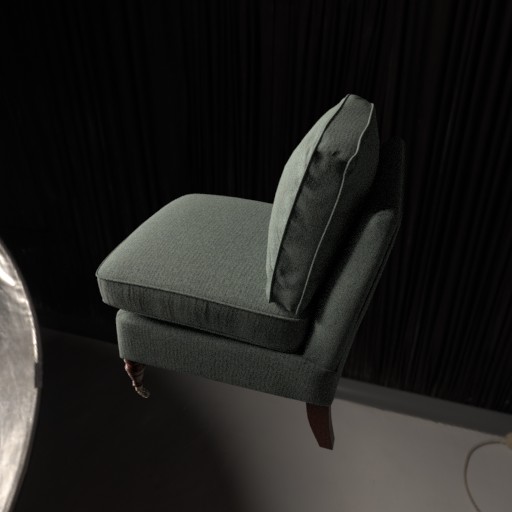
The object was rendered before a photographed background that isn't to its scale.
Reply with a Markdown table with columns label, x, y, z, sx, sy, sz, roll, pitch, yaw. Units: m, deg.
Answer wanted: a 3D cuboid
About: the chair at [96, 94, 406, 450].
| label | x | y | z | sx | sy | sz | roll | pitch | yaw |
| --- | --- | --- | --- | --- | --- | --- | --- | --- | --- |
| chair | 0.000 | 0.000 | 1.396 | 0.796 | 0.901 | 0.624 | 9 | 32 | 14 |
